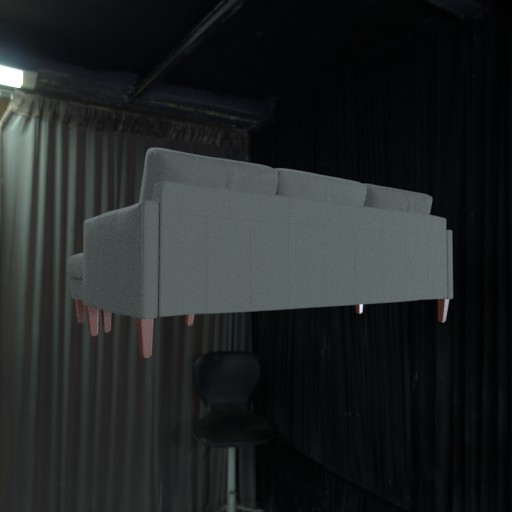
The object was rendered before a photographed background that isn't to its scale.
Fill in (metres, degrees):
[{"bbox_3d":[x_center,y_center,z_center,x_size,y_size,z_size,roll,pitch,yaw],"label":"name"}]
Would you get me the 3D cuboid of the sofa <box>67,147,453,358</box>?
[{"bbox_3d":[0.000,0.000,2.924,2.178,0.876,1.506,1,-2,-36],"label":"sofa"}]
